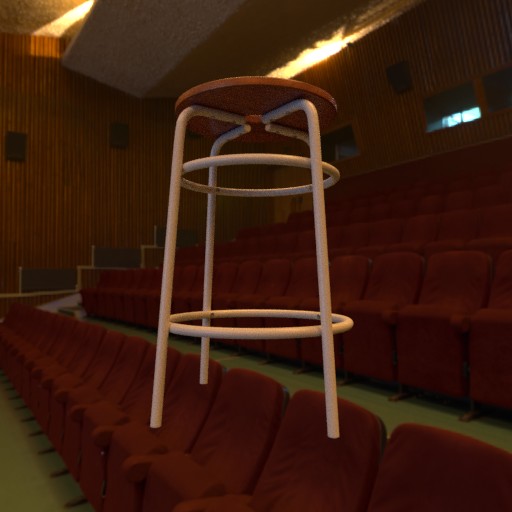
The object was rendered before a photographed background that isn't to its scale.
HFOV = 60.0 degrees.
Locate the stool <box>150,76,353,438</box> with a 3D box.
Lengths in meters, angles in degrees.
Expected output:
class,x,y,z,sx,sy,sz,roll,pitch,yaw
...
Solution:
class,x,y,z,sx,sy,sz,roll,pitch,yaw
stool,0.000,0.000,0.921,0.455,0.610,0.455,2,-3,-36
